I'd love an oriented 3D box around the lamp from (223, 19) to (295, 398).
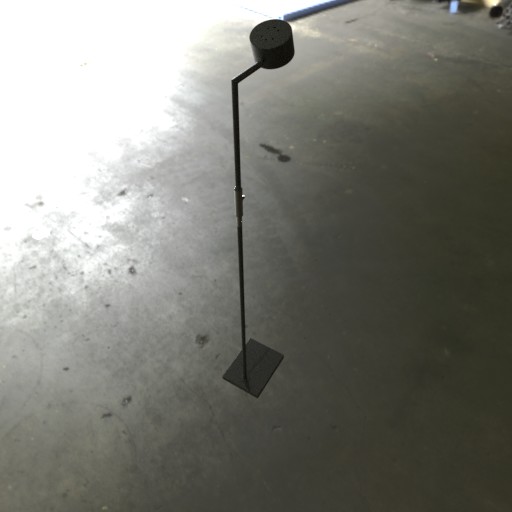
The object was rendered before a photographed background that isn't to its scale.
[{"bbox_3d":[0.000,0.000,1.692,0.203,1.600,0.304,23,50,21],"label":"lamp"}]
